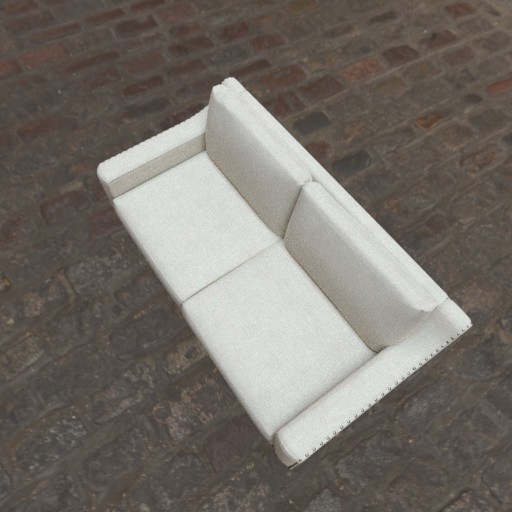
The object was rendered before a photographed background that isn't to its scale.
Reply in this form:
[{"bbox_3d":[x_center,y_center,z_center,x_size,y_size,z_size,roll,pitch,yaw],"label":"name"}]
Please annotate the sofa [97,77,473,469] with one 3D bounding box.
[{"bbox_3d":[0.000,0.000,2.682,1.104,0.983,2.107,-32,67,-16],"label":"sofa"}]
